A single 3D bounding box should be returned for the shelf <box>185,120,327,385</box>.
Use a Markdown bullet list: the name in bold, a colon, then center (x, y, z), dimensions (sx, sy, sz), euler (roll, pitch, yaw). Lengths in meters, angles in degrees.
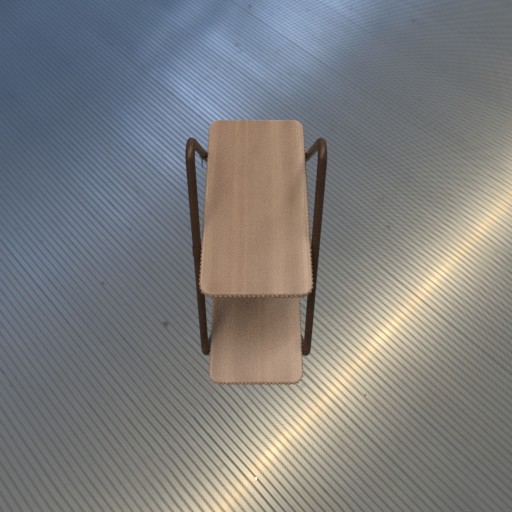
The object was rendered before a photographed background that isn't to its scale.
- **shelf**: center (0.000, 0.000, 1.067), dimensions (0.234, 0.774, 0.609), euler (0, 63, 0)
